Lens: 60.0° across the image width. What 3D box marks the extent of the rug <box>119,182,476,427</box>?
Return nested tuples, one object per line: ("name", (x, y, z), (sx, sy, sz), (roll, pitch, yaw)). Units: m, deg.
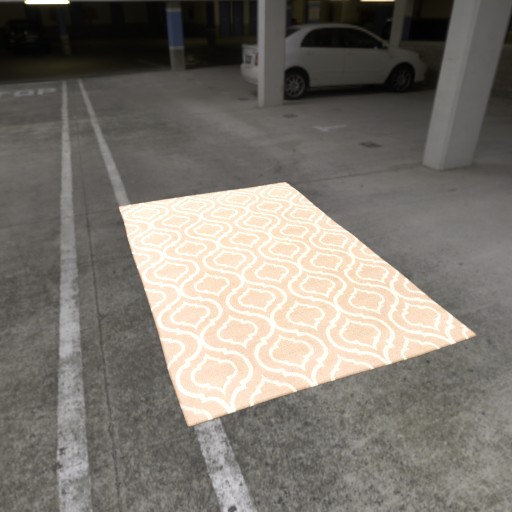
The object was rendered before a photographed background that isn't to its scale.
("rug", (0.000, 0.000, 2.225), (1.152, 0.013, 1.761), (-11, 32, -19))
